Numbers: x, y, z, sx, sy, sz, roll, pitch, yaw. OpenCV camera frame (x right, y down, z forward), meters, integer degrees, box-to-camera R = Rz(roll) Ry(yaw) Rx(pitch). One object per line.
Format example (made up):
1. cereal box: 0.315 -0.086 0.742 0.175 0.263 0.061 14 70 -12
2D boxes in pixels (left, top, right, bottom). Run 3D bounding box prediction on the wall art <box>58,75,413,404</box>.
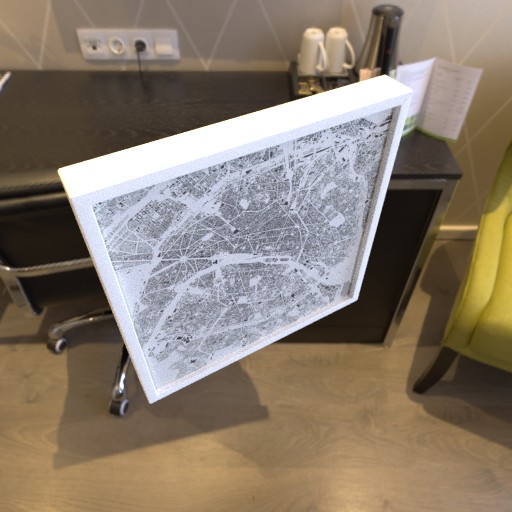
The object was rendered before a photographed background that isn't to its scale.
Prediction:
1. wall art: 0.000 0.000 0.466 0.305 0.305 0.038 -23 50 -20
